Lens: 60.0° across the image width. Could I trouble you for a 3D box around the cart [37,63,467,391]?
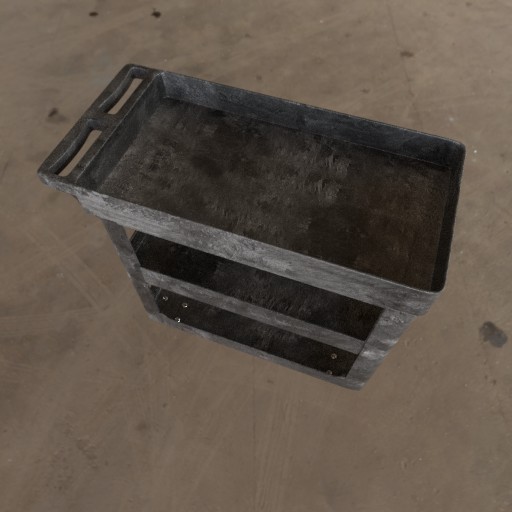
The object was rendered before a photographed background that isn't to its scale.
[{"bbox_3d":[0.000,0.000,1.330,0.877,0.824,0.420,17,60,10],"label":"cart"}]
